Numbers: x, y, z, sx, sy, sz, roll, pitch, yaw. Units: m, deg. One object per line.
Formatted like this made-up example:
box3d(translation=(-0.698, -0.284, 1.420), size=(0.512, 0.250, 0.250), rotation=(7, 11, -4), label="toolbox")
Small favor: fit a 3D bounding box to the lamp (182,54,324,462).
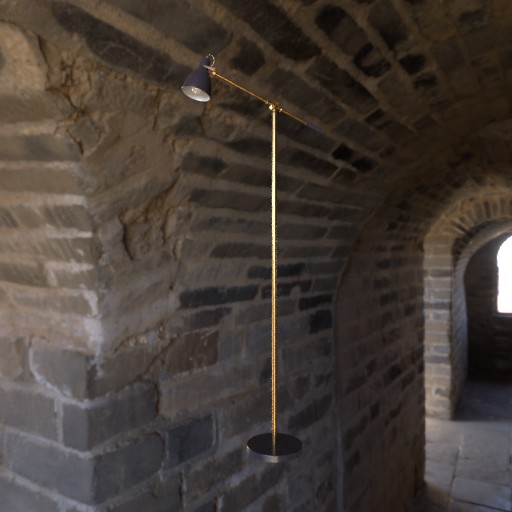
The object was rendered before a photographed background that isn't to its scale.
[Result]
box3d(translation=(0.000, 0.000, 1.845), size=(0.618, 1.628, 0.235), rotation=(0, -1, -17), label="lamp")
